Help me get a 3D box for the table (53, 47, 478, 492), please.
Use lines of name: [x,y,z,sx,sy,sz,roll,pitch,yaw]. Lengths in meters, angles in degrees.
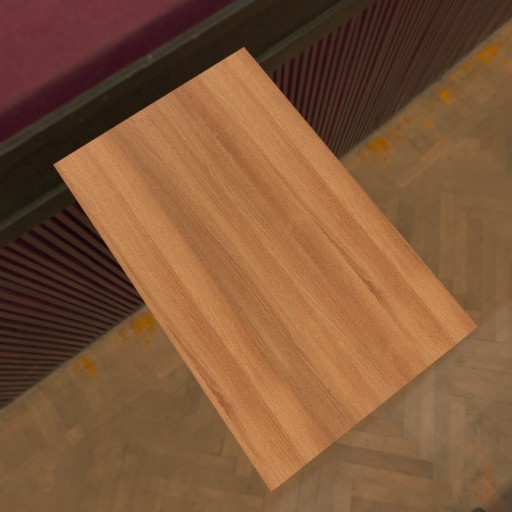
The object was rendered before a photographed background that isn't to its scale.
table: [0.000,0.000,1.427,0.700,0.330,1.100,-35,79,-8]
